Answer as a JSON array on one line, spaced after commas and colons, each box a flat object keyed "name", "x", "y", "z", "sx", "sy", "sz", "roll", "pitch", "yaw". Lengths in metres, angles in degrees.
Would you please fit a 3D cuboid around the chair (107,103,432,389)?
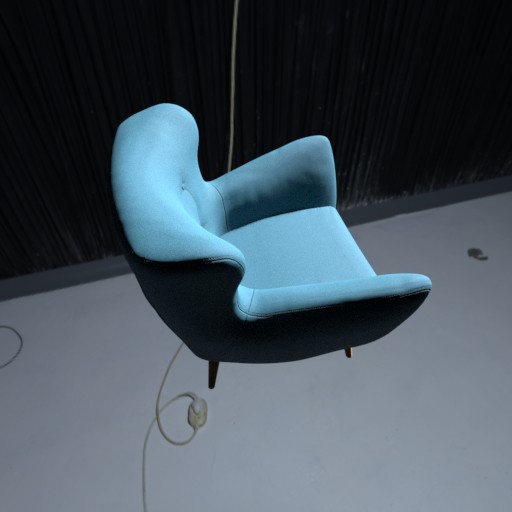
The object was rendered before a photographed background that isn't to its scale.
[{"name": "chair", "x": 0.000, "y": 0.000, "z": 1.627, "sx": 0.889, "sy": 0.889, "sz": 0.890, "roll": -11, "pitch": 47, "yaw": -11}]
